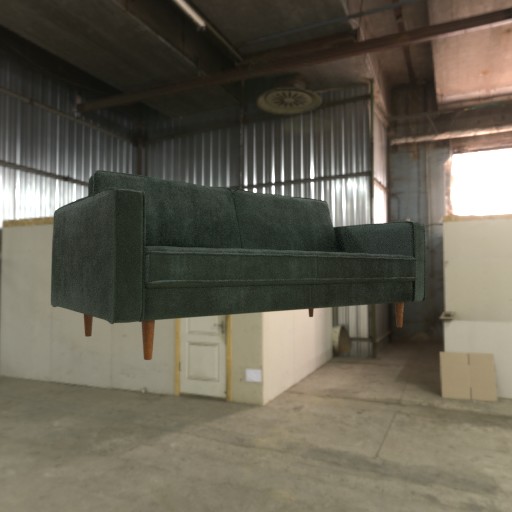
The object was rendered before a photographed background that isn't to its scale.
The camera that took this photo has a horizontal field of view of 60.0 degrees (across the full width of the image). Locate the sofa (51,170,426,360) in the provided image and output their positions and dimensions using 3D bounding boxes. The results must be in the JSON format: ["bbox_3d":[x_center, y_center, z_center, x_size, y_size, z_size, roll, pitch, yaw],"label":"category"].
[{"bbox_3d":[0.000,0.000,2.302,1.816,0.781,0.886,1,-2,-37],"label":"sofa"}]
